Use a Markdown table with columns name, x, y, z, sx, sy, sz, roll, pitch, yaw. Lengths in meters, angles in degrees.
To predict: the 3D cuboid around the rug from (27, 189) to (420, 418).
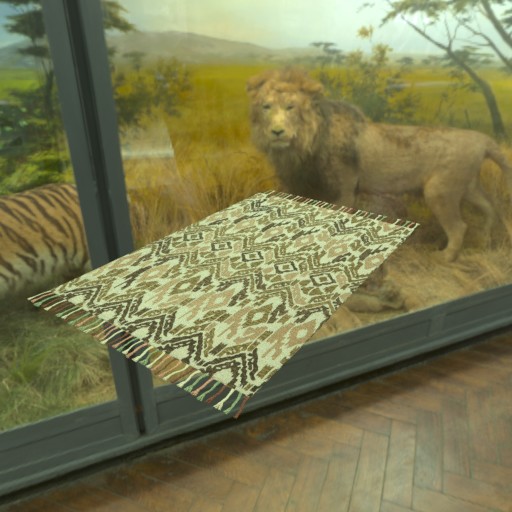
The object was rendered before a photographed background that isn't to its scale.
| name | x | y | z | sx | sy | sz | roll | pitch | yaw |
| --- | --- | --- | --- | --- | --- | --- | --- | --- | --- |
| rug | 0.000 | 0.000 | 3.039 | 1.524 | 0.008 | 2.438 | 18 | 32 | 31 |
